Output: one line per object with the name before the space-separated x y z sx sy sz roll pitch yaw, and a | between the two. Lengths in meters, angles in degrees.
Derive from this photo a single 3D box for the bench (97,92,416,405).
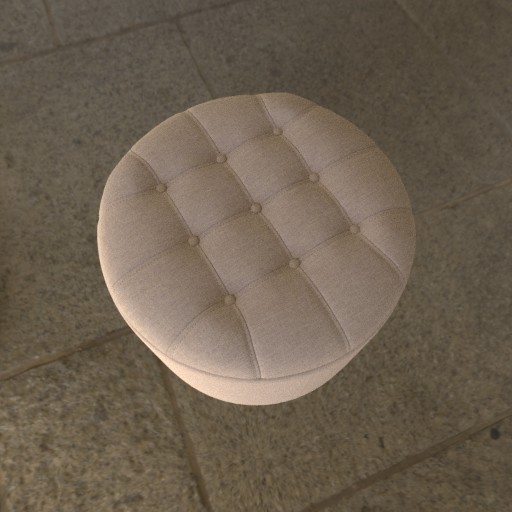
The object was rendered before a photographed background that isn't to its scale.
bench | 0.000 0.000 0.992 0.600 0.454 0.600 0 66 0
